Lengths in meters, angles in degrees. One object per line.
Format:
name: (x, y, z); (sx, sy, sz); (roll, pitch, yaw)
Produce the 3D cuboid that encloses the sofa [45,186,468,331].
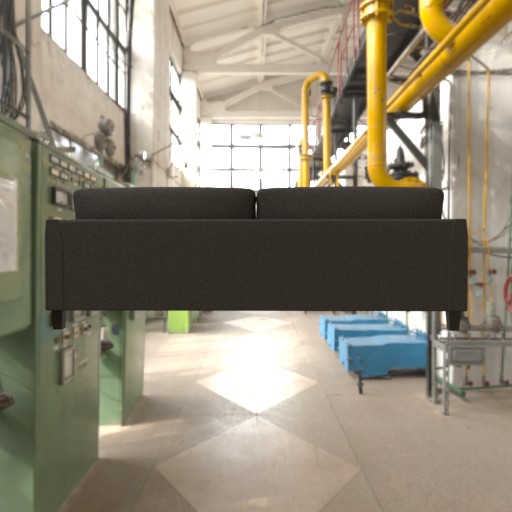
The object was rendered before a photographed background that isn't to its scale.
sofa: (0.000, 0.000, 2.836); (2.312, 0.792, 0.969); (0, 0, 1)
